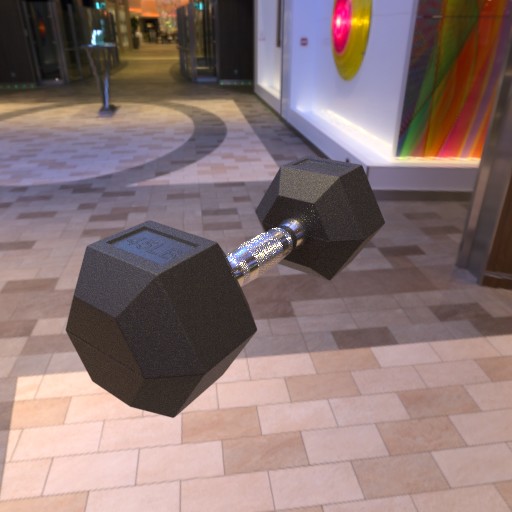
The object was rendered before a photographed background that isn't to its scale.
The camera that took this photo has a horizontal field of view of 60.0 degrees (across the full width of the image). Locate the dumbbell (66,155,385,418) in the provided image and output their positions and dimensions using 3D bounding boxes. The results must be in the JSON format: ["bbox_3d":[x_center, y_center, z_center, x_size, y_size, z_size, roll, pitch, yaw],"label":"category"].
[{"bbox_3d":[0.000,0.000,0.430,0.141,0.123,0.356,18,32,31],"label":"dumbbell"}]
